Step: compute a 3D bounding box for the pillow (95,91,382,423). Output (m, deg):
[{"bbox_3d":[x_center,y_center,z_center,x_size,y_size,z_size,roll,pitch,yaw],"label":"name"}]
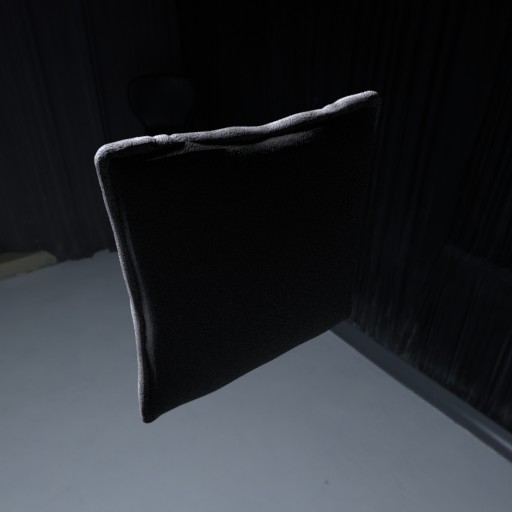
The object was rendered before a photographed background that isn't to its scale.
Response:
[{"bbox_3d":[0.000,0.000,0.804,0.522,0.520,0.204,-21,37,-30],"label":"pillow"}]
